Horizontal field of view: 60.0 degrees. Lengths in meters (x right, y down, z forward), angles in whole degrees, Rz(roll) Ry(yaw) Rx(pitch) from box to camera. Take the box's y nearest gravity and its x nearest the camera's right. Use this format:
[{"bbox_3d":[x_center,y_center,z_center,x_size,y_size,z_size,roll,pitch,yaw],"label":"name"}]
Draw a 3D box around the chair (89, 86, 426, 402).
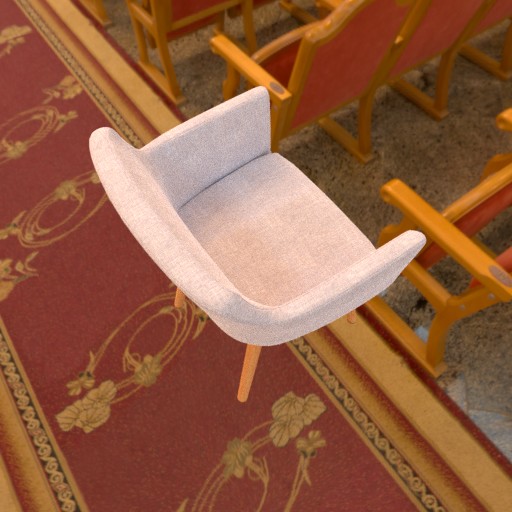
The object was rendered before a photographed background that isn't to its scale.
[{"bbox_3d":[0.000,0.000,1.135,0.540,0.780,0.570,-31,64,-17],"label":"chair"}]
